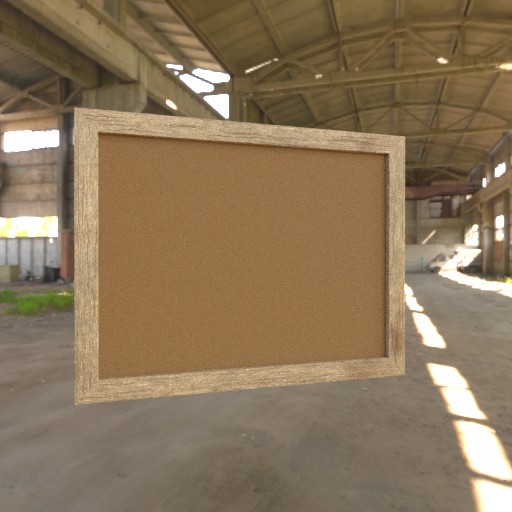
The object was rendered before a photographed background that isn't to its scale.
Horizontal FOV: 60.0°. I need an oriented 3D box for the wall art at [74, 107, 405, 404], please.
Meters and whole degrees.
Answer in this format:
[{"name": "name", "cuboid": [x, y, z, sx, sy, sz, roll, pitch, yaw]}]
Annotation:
[{"name": "wall art", "cuboid": [0.000, 0.000, 0.909, 0.690, 0.535, 0.026, 0, 0, -17]}]
